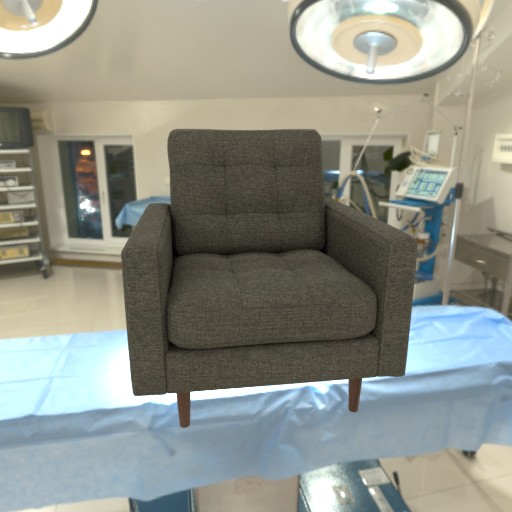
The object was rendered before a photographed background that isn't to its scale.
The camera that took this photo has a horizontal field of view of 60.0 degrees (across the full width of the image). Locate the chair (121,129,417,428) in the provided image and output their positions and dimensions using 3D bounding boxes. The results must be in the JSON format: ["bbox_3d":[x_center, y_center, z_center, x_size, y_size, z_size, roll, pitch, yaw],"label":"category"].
[{"bbox_3d":[0.000,0.000,1.588,0.821,0.880,0.843,-2,16,-8],"label":"chair"}]
